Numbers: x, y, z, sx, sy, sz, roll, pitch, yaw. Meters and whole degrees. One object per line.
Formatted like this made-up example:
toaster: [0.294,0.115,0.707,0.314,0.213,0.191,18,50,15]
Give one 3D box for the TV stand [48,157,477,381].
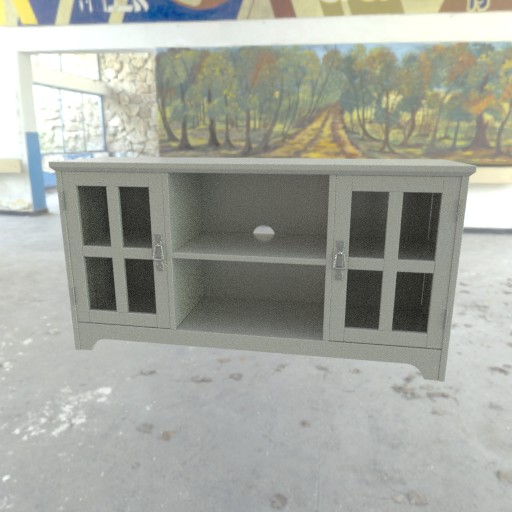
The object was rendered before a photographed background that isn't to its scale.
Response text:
TV stand: [0.000,0.000,1.431,1.167,0.603,0.344,3,15,10]
